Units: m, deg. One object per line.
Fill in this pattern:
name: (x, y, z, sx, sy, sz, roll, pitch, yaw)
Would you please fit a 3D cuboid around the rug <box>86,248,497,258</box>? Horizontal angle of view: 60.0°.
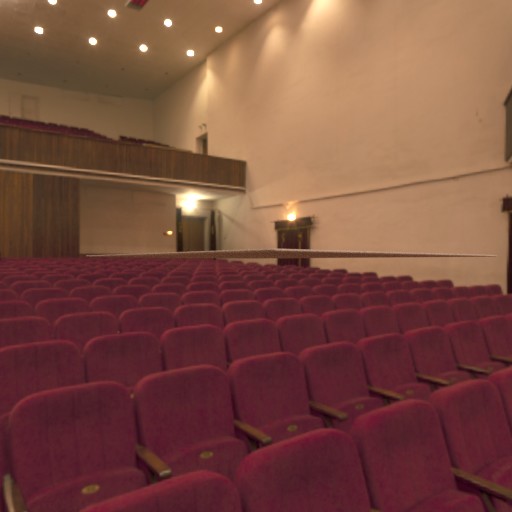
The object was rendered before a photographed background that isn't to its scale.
rug: (0.000, 0.000, 2.165, 1.141, 0.015, 1.749, 0, -1, -36)
